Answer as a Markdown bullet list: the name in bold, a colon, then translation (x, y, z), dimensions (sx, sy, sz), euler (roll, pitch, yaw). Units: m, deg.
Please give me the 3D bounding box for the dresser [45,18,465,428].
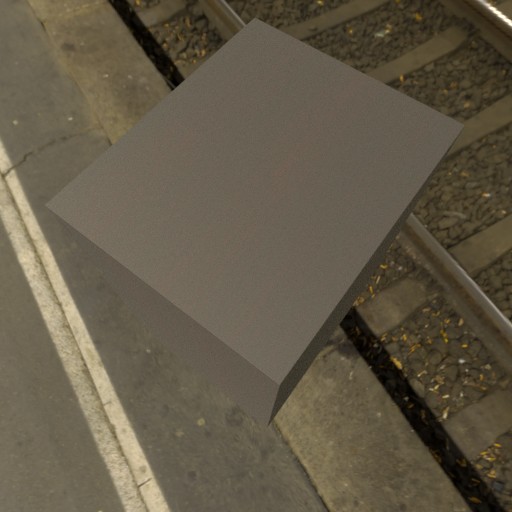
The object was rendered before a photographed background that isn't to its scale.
- **dresser**: translation (0.000, 0.000, 0.791), dimensions (0.360, 0.560, 0.400), euler (34, 69, 15)
